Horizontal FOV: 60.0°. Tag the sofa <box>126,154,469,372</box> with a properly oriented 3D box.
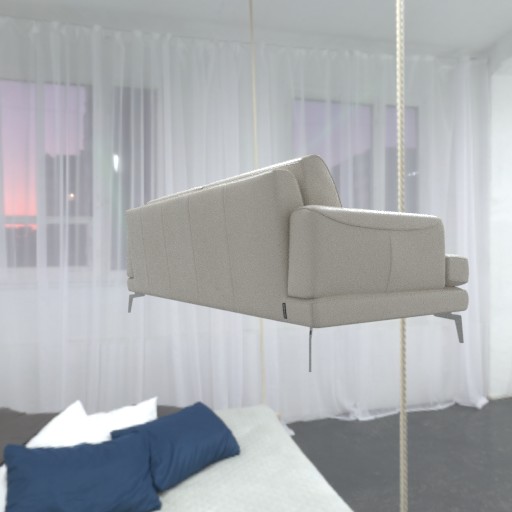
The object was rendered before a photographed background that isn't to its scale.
[{"bbox_3d":[0.000,0.000,2.463,0.974,0.765,1.940,0,0,-34],"label":"sofa"}]
